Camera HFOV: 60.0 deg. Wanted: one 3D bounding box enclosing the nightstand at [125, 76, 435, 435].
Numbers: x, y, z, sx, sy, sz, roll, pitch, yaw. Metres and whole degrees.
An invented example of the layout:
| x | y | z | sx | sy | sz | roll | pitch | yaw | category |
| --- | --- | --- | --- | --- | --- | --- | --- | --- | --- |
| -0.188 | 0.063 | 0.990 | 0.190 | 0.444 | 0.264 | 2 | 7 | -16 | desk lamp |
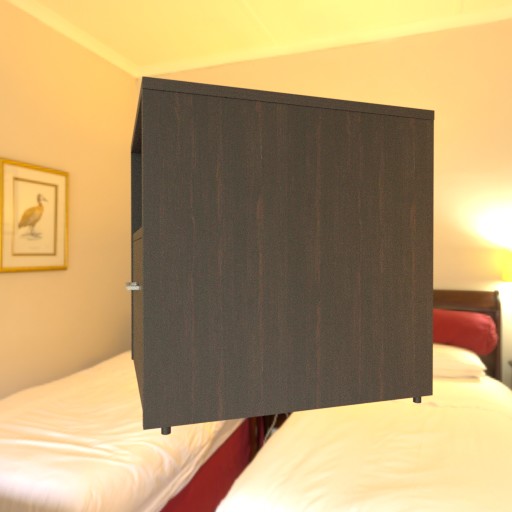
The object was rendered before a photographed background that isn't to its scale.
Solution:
| x | y | z | sx | sy | sz | roll | pitch | yaw | category |
| --- | --- | --- | --- | --- | --- | --- | --- | --- | --- |
| 0.000 | 0.000 | 0.819 | 0.461 | 0.460 | 0.400 | 0 | 1 | -18 | nightstand |
